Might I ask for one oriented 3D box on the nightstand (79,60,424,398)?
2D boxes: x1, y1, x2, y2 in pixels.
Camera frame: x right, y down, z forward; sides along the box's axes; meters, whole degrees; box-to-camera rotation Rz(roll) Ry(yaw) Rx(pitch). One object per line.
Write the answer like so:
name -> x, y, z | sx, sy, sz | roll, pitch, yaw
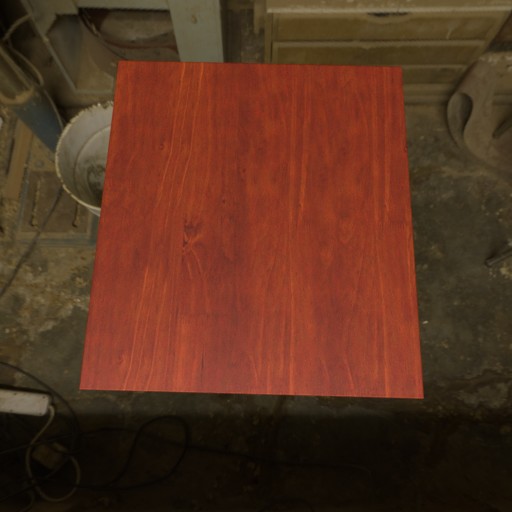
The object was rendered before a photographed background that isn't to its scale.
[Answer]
nightstand -> 0.000, 0.000, 0.980 | 0.501, 0.558, 0.558 | 1, 75, 0
